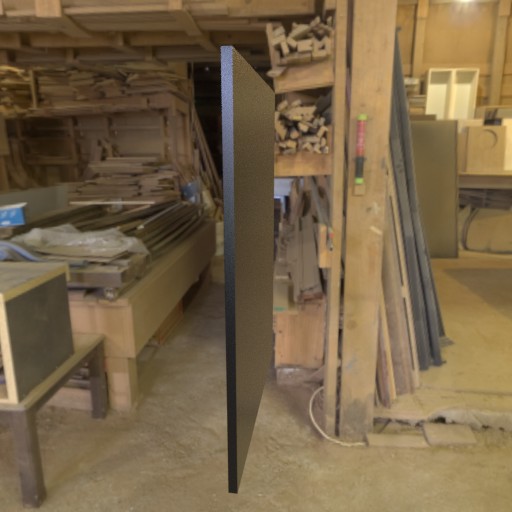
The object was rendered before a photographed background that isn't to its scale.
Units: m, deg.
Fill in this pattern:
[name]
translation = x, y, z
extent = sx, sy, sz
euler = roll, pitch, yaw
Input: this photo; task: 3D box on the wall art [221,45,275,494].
[wall art]
translation = 0.000, 0.000, 0.768
extent = 0.013, 0.582, 0.442
euler = 2, 14, 8
